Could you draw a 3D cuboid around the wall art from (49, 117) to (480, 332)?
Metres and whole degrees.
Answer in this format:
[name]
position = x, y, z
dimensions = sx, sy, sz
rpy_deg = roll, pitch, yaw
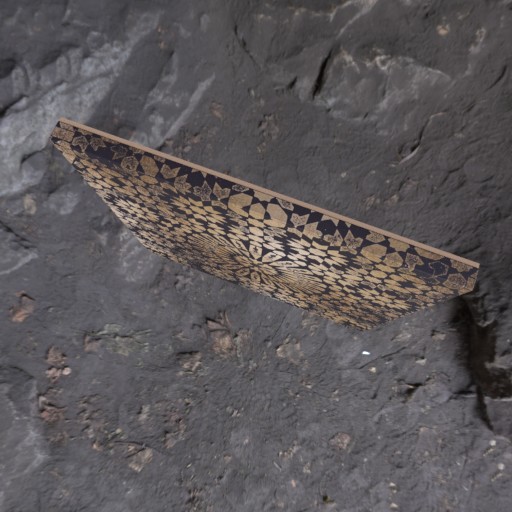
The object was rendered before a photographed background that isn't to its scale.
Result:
[wall art]
position = 0.000, 0.000, 0.896
dimensions = 0.612, 0.612, 0.038
rpy_deg = 20, 76, 5
